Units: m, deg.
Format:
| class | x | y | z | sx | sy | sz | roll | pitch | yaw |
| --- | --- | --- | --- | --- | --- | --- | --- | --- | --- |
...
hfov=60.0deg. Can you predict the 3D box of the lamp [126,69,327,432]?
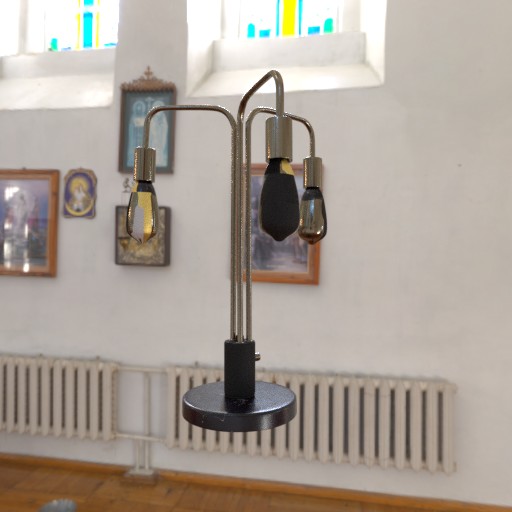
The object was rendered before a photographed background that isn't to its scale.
| class | x | y | z | sx | sy | sz | roll | pitch | yaw |
| --- | --- | --- | --- | --- | --- | --- | --- | --- | --- |
| lamp | 0.000 | 0.000 | 0.793 | 0.368 | 0.560 | 0.355 | 0 | -1 | -35 |
